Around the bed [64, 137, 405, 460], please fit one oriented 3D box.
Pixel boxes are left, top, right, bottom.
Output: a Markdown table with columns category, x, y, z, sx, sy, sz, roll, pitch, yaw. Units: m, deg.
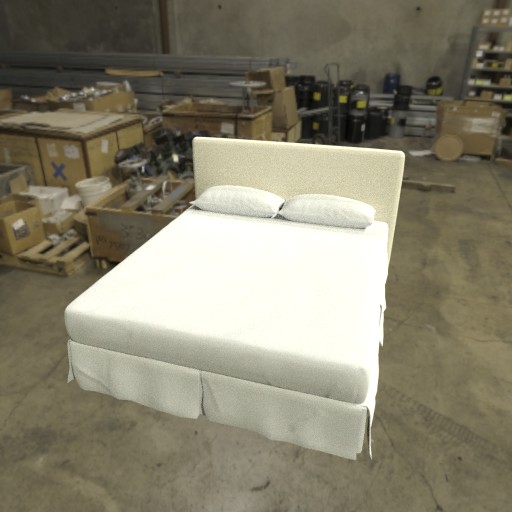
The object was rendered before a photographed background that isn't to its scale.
| category | x | y | z | sx | sy | sz | roll | pitch | yaw |
| --- | --- | --- | --- | --- | --- | --- | --- | --- | --- |
| bed | 0.000 | 0.000 | 3.534 | 2.119 | 1.317 | 2.341 | 8 | 28 | 15 |
